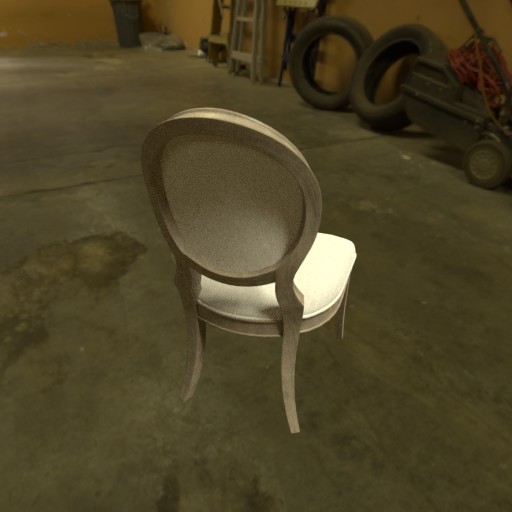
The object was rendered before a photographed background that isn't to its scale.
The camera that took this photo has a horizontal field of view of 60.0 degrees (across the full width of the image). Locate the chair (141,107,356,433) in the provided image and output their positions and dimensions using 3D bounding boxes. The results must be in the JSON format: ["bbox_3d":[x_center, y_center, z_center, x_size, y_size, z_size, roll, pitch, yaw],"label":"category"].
[{"bbox_3d":[0.000,0.000,1.354,0.558,0.990,0.602,10,33,16],"label":"chair"}]
